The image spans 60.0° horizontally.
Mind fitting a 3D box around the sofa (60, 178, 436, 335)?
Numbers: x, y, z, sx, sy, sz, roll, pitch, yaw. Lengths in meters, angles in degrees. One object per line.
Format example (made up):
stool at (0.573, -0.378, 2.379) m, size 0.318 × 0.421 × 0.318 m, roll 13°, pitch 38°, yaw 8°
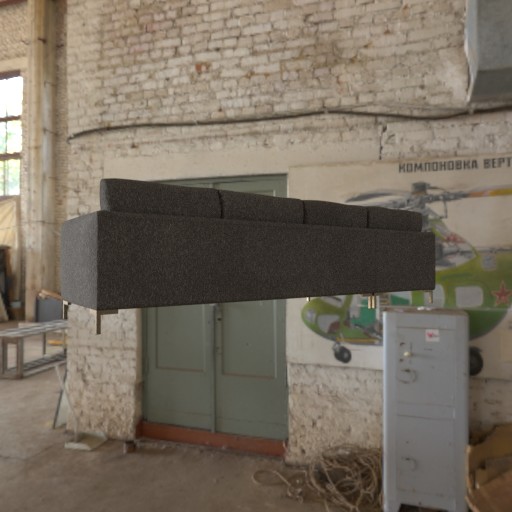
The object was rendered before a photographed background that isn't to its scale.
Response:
sofa at (0.000, 0.000, 3.543) m, size 2.932 × 0.810 × 1.350 m, roll 1°, pitch -1°, yaw -36°
